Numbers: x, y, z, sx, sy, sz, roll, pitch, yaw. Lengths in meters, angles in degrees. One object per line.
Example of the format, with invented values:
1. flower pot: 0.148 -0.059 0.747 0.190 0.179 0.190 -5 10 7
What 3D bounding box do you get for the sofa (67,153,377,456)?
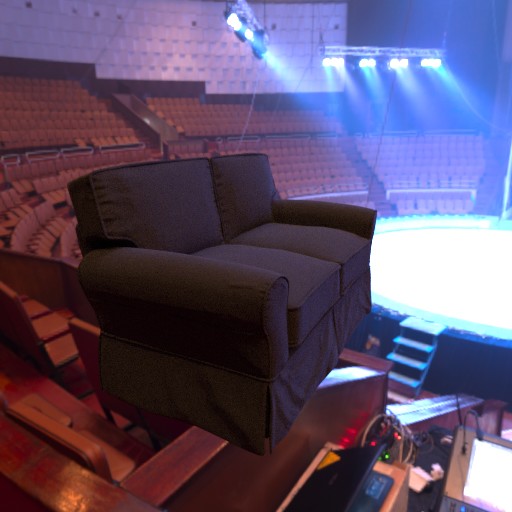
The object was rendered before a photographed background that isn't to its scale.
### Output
1. sofa: 0.000 0.000 2.439 0.997 1.059 1.801 8 17 26
